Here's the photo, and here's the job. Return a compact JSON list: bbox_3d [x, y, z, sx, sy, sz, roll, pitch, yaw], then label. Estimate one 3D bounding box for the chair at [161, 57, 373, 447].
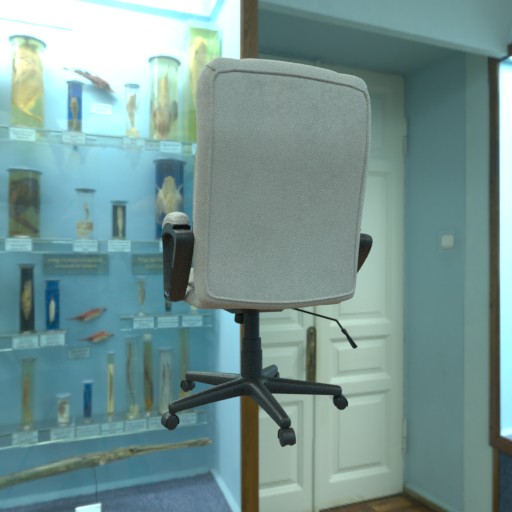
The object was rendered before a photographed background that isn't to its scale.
[{"bbox_3d":[0.000,0.000,1.563,0.667,1.105,0.724,0,0,-18],"label":"chair"}]
